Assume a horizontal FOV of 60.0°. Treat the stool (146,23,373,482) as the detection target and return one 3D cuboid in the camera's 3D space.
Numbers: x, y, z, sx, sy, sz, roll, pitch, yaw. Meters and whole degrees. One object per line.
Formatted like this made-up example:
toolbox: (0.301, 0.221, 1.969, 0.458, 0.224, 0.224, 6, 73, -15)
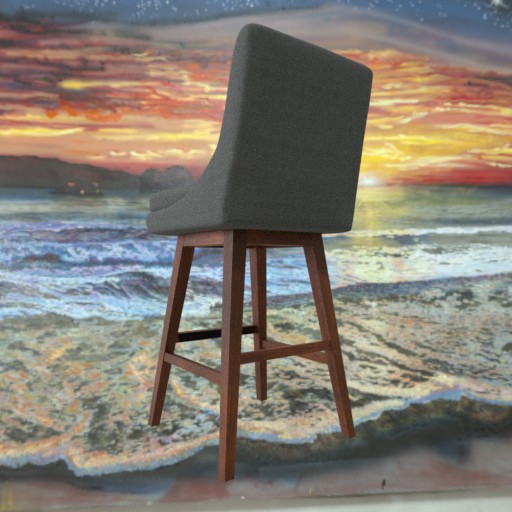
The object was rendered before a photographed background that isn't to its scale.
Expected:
stool: (0.000, 0.000, 1.223, 0.447, 0.977, 0.524, 0, -1, -36)
